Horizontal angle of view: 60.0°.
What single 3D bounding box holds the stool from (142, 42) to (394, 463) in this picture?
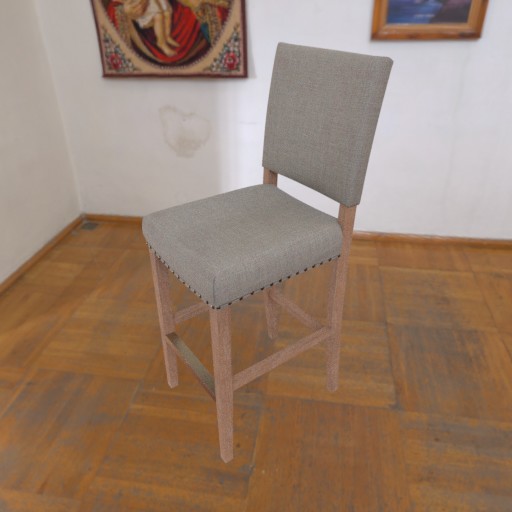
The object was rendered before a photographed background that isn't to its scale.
[{"bbox_3d":[0.000,0.000,1.449,0.585,1.203,0.445,-21,37,-30],"label":"stool"}]
